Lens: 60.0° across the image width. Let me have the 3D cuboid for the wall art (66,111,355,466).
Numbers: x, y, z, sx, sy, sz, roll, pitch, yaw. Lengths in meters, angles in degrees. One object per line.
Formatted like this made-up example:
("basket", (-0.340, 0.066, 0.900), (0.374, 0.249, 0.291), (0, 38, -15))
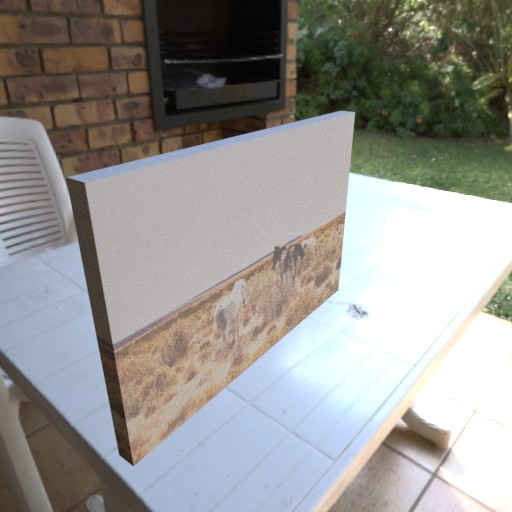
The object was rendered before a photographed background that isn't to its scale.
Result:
("wall art", (0.000, 0.000, 1.134), (0.050, 0.610, 0.914), (18, 31, 33))
